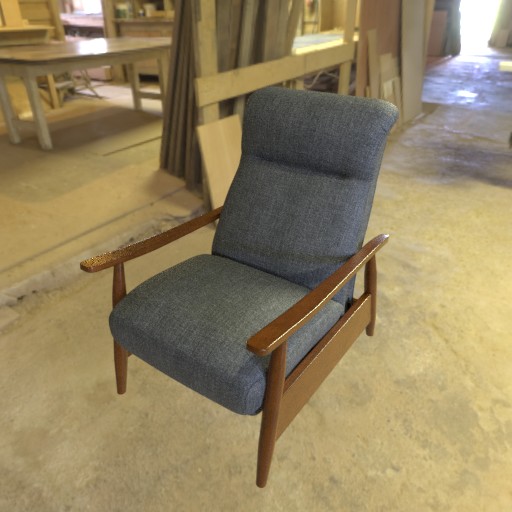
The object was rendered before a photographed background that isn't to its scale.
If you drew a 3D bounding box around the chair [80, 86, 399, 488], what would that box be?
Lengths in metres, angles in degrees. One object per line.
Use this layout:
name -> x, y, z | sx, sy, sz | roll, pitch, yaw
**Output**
chair -> 0.000, 0.000, 1.724 | 0.762, 1.082, 1.030 | 19, 35, 30
